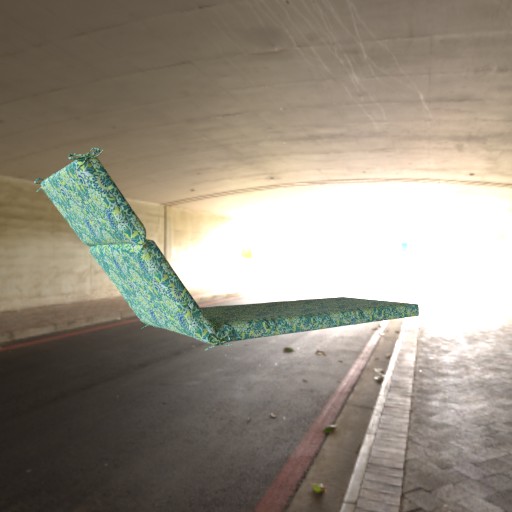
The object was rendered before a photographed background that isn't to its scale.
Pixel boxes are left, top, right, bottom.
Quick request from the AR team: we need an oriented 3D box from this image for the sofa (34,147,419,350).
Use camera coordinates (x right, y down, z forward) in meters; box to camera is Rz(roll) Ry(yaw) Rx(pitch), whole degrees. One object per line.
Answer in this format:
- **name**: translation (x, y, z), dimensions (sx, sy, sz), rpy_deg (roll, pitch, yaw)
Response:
- **sofa**: translation (0.000, 0.000, 1.918), dimensions (1.663, 0.622, 0.582), rpy_deg (0, 0, -37)
